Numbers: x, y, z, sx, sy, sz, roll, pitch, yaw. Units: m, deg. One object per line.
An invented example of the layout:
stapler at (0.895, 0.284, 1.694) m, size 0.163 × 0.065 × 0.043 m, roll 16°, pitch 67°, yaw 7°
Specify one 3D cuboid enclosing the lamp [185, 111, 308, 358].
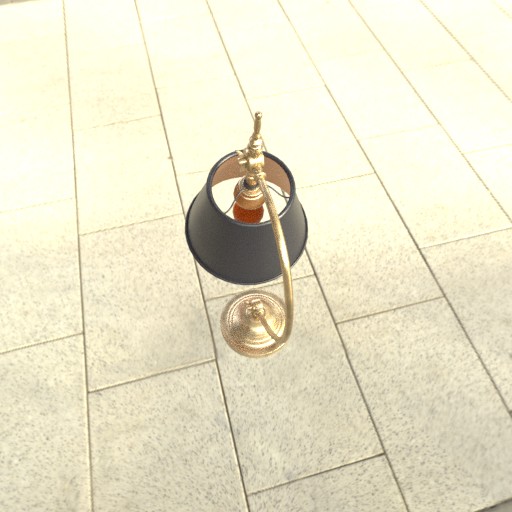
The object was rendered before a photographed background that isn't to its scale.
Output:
lamp at (0.000, 0.000, 0.827) m, size 0.235 × 0.675 × 0.344 m, roll -15°, pitch 58°, yaw -9°
